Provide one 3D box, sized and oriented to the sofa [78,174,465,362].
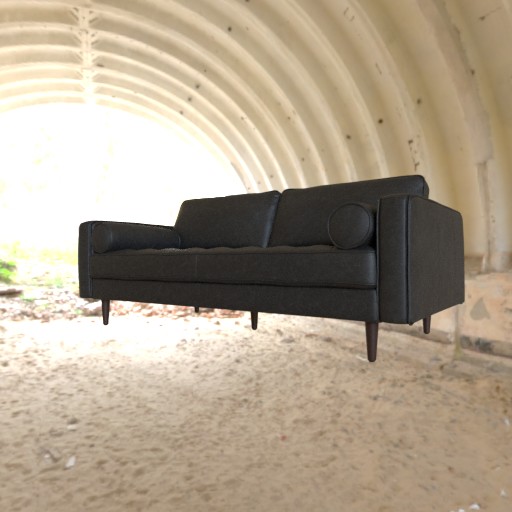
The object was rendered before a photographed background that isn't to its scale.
[{"bbox_3d":[0.000,0.000,2.323,1.879,0.770,0.921,0,-1,35],"label":"sofa"}]
